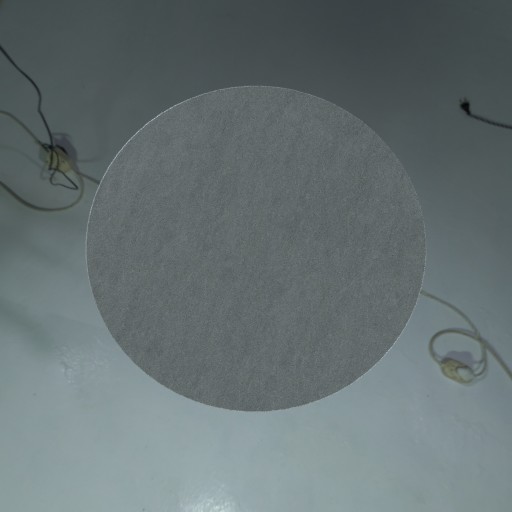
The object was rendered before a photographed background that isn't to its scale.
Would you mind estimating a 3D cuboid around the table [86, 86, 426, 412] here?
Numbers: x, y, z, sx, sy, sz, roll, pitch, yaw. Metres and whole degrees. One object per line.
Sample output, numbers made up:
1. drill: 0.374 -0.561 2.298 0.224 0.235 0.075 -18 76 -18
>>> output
1. table: 0.000 0.000 1.390 0.889 0.470 0.889 0 75 0
